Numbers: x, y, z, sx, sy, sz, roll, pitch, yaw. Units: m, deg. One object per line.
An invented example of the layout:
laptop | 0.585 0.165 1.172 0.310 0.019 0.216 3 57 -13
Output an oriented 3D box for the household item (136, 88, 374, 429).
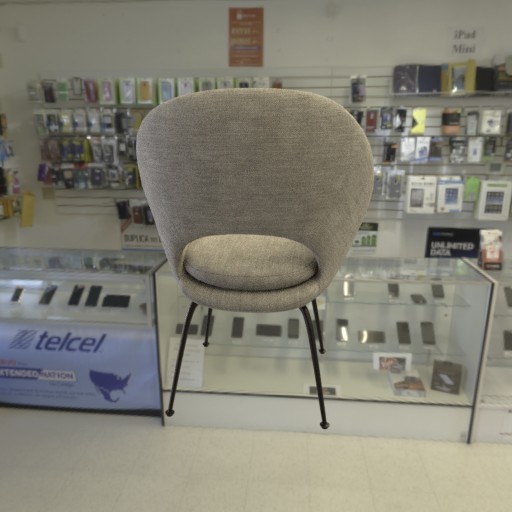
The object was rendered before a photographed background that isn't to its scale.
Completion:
household item | 0.000 0.000 1.295 0.643 0.869 0.587 2 15 7
